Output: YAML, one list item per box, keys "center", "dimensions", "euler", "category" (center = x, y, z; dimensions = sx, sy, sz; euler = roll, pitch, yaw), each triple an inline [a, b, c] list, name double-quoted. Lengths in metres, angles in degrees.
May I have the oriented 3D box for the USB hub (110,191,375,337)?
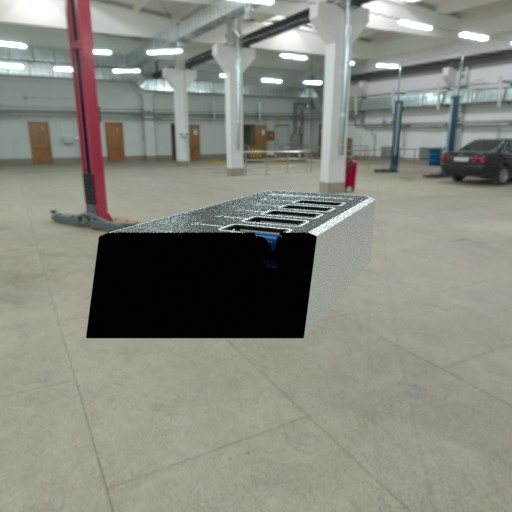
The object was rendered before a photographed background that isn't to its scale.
- center: [0.000, 0.000, 0.124]
  dimensions: [0.044, 0.023, 0.110]
  euler: [7, 17, 25]
  category: "USB hub"
